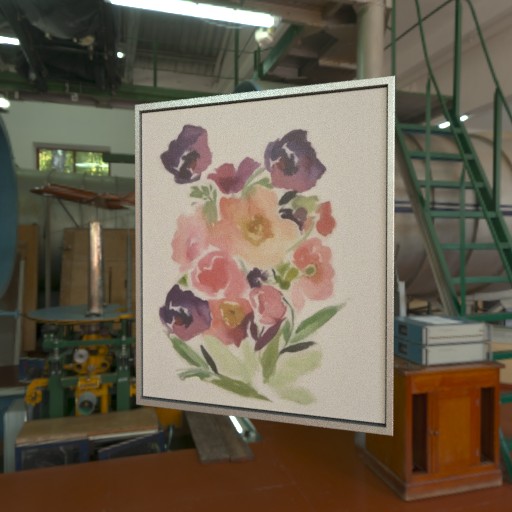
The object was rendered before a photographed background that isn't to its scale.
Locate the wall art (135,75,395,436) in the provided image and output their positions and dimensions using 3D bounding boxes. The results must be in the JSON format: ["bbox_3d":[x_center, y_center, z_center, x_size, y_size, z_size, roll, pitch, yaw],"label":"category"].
[{"bbox_3d":[0.000,0.000,0.761,0.452,0.549,0.038,0,1,18],"label":"wall art"}]
